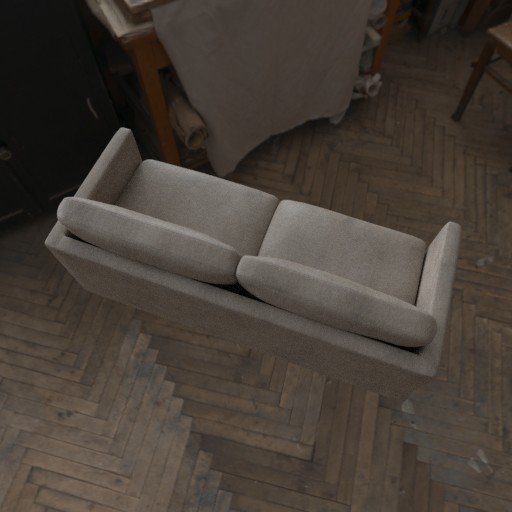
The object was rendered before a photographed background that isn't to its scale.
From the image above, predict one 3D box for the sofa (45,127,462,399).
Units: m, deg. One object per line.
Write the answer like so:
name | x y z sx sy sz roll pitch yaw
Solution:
sofa | 0.000 0.000 2.732 2.208 0.965 0.951 18 64 9
